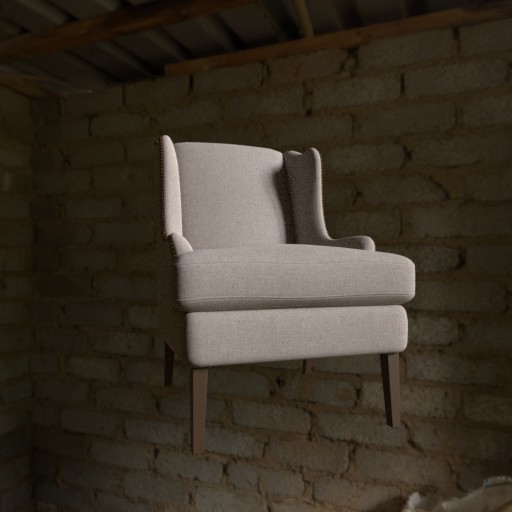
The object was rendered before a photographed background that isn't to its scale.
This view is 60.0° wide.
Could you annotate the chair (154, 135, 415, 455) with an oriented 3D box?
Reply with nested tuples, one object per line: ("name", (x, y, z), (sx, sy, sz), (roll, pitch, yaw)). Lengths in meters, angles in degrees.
("chair", (0.000, 0.000, 1.652), (0.737, 1.029, 0.940), (0, -1, -18))
